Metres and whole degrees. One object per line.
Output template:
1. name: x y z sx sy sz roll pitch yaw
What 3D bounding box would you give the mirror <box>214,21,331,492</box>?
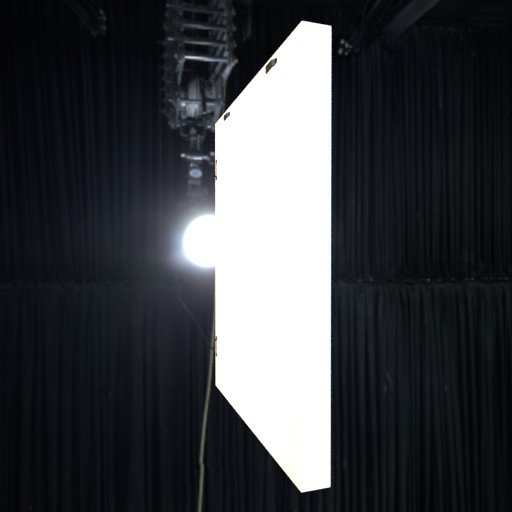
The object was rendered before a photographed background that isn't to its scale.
1. mirror: 0.000 0.000 0.675 0.041 0.509 0.406 0 1 -18
